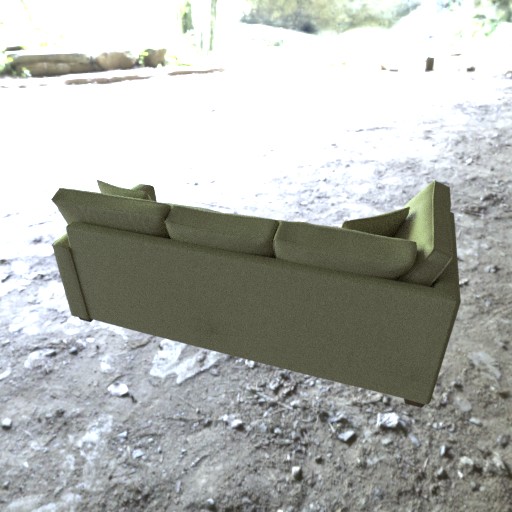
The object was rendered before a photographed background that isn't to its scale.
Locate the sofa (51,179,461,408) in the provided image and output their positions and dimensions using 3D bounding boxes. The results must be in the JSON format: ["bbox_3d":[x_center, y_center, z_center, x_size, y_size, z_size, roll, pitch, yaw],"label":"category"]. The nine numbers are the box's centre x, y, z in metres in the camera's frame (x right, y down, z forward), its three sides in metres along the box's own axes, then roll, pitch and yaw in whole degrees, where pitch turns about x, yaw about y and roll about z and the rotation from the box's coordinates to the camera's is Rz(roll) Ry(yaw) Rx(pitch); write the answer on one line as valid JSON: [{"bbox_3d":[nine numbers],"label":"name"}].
[{"bbox_3d":[0.000,0.000,2.884,2.323,0.948,1.053,10,33,16],"label":"sofa"}]
